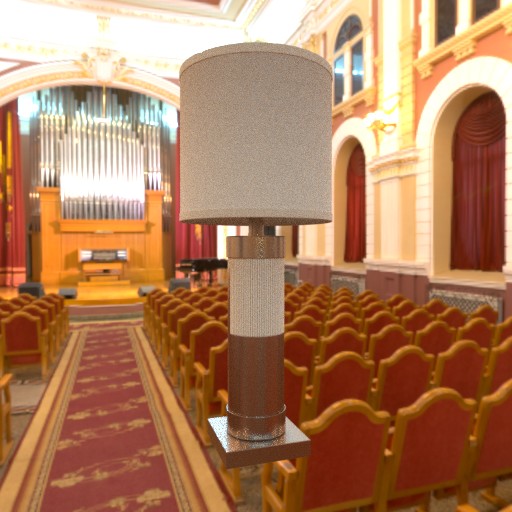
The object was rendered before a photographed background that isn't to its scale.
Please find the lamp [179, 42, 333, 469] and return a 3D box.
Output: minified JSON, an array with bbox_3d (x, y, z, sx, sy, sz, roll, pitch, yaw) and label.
[{"bbox_3d":[0.000,0.000,0.596,0.202,0.509,0.202,0,1,-18],"label":"lamp"}]
